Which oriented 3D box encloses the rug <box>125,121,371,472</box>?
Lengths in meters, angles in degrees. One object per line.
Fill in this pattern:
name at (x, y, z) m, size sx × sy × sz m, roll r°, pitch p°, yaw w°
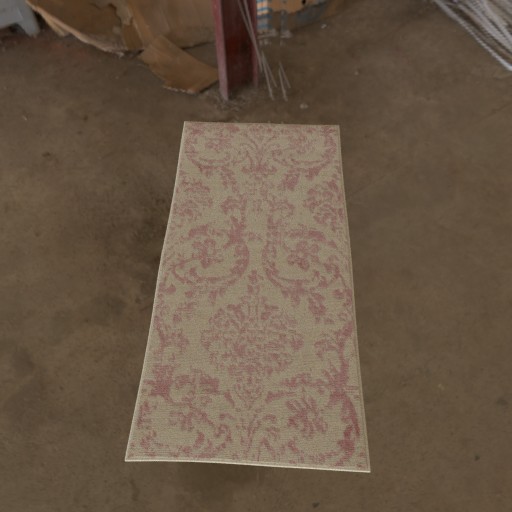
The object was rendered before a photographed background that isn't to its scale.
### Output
rug at (0.000, 0.000, 1.407) m, size 0.604 × 0.007 × 1.219 m, roll 2°, pitch 58°, yaw 1°
